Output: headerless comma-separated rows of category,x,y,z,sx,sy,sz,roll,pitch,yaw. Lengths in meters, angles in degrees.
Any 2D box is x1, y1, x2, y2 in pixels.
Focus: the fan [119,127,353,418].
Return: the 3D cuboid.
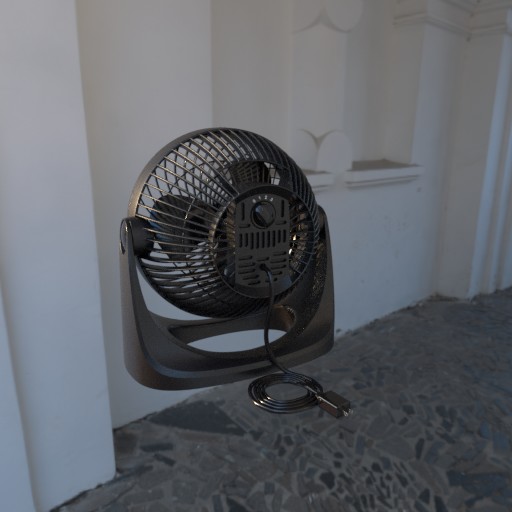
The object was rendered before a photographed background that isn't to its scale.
fan,0.000,0.000,0.487,0.273,0.277,0.256,-7,16,-26
